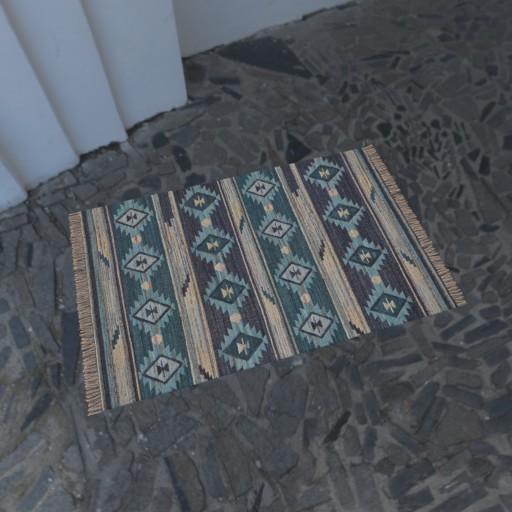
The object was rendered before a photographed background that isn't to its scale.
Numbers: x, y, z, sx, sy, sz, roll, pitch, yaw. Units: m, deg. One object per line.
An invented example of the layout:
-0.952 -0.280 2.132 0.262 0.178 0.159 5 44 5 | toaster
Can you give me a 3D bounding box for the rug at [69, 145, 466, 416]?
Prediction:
0.000 0.000 2.424 1.936 0.028 1.181 -14 60 -9 | rug
